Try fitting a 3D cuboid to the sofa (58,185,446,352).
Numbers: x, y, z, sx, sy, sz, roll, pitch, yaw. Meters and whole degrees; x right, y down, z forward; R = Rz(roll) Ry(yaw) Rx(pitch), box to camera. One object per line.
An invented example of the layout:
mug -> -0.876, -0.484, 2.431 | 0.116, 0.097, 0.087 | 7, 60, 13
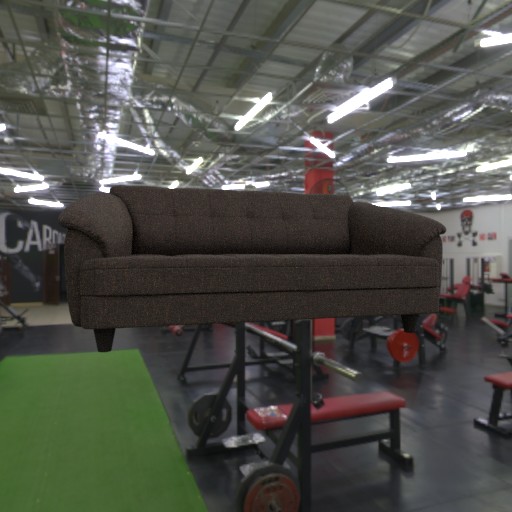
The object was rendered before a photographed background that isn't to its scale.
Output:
sofa -> 0.000, 0.000, 2.341 | 1.849, 0.790, 0.887 | 0, 0, -17
